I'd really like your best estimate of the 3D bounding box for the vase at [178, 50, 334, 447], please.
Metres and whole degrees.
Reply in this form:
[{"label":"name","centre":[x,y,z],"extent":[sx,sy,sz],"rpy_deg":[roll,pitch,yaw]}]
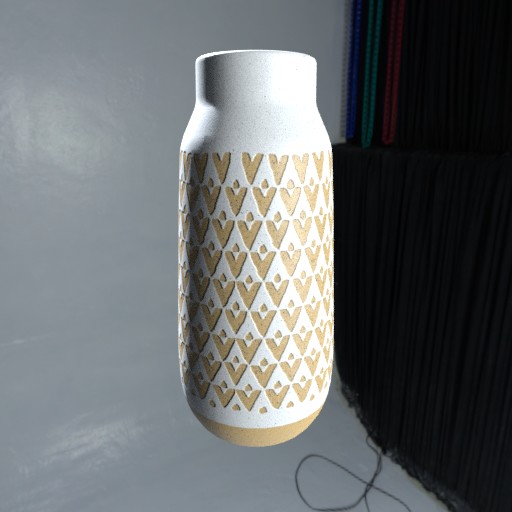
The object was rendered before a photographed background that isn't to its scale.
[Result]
[{"label":"vase","centre":[0.000,0.000,0.375],"extent":[0.137,0.307,0.137],"rpy_deg":[0,16,0]}]
